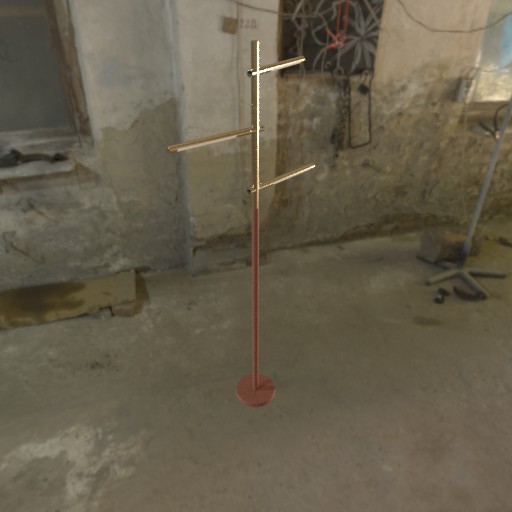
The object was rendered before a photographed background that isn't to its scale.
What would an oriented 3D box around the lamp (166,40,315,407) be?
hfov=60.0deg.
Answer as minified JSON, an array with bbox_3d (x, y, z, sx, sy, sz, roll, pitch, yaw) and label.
[{"bbox_3d":[0.000,0.000,1.940,0.209,1.704,0.737,21,37,30],"label":"lamp"}]
